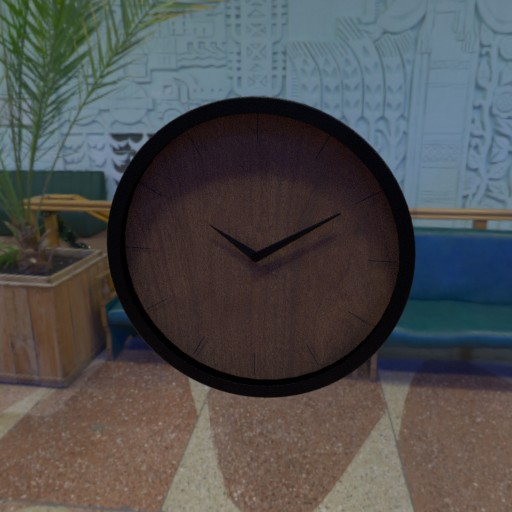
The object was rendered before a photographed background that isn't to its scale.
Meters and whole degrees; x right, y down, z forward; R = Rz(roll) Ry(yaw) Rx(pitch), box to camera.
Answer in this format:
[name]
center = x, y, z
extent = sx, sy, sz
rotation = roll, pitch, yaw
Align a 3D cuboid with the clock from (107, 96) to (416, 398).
[clock]
center = 0.000, 0.000, 0.464
extent = 0.314, 0.314, 0.040
rotation = 2, 16, 9
